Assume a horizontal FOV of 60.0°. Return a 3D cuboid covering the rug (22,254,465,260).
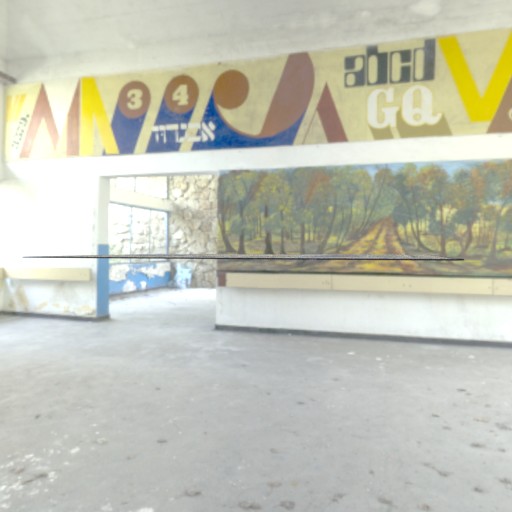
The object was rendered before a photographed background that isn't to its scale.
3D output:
[{"bbox_3d":[0.000,0.000,3.747,2.940,0.011,2.053,0,1,17],"label":"rug"}]
